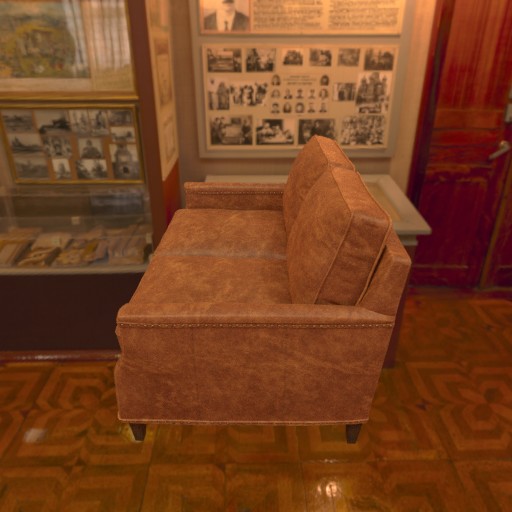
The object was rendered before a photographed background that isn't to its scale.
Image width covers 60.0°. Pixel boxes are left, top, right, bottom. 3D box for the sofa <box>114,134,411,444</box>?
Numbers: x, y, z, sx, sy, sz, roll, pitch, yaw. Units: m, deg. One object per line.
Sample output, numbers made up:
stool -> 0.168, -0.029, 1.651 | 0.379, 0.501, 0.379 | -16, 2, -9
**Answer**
sofa -> 0.000, 0.000, 2.295 | 1.084, 1.003, 1.597 | 0, 26, 1
